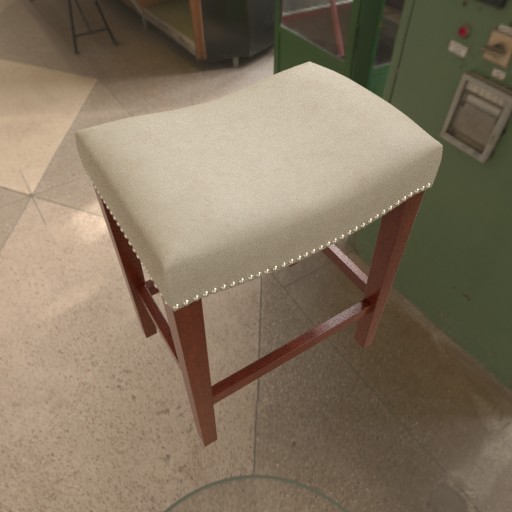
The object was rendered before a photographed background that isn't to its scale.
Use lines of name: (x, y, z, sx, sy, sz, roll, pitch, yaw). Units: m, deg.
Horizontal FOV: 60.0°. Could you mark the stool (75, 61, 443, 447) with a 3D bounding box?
stool: (0.000, 0.000, 0.942, 0.509, 0.632, 0.375, -25, 53, -21)
